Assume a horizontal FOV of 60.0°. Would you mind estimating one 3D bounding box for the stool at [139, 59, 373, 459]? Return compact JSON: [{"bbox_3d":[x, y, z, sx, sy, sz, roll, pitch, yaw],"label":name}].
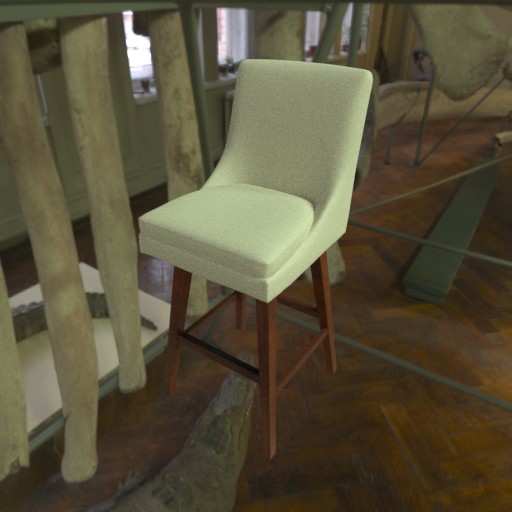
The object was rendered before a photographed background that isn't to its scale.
[{"bbox_3d":[0.000,0.000,1.422,0.470,1.097,0.559,19,36,29],"label":"stool"}]
